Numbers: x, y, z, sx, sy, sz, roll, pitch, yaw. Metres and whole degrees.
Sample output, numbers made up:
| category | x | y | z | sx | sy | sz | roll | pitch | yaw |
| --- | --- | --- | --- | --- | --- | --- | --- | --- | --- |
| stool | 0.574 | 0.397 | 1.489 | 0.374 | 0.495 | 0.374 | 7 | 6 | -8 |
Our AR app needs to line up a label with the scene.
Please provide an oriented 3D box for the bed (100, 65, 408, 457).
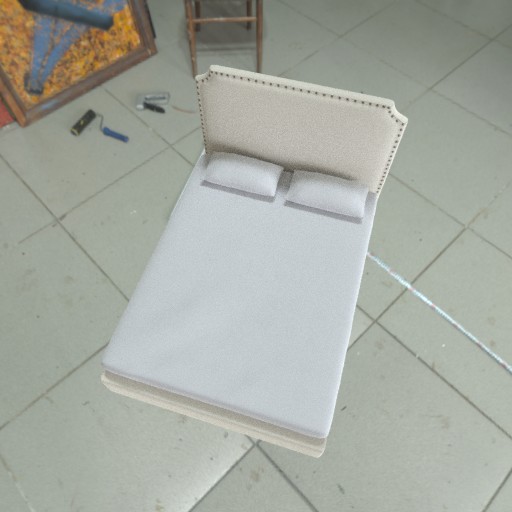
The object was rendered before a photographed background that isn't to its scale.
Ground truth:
| category | x | y | z | sx | sy | sz | roll | pitch | yaw |
| --- | --- | --- | --- | --- | --- | --- | --- | --- | --- |
| bed | 0.000 | 0.000 | 3.440 | 1.712 | 1.497 | 2.372 | 15 | 61 | 9 |
